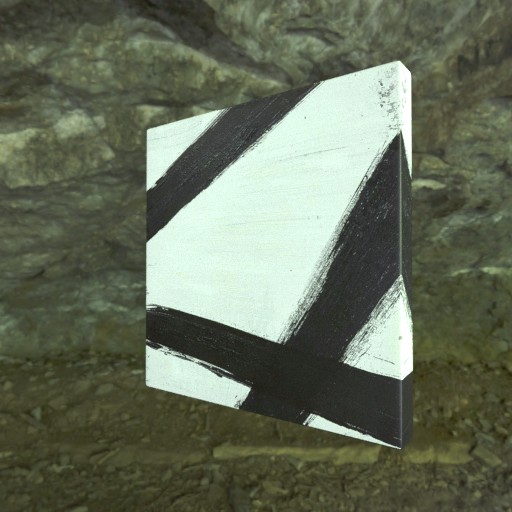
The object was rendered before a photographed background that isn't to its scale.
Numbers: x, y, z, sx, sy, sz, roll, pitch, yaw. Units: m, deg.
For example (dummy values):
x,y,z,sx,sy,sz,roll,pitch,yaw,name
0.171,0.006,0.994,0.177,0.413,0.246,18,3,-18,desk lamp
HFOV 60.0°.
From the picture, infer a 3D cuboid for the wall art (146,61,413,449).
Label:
x,y,z,sx,sy,sz,roll,pitch,yaw,name
0.000,0.000,0.746,0.507,0.508,0.050,-1,-1,37,wall art
